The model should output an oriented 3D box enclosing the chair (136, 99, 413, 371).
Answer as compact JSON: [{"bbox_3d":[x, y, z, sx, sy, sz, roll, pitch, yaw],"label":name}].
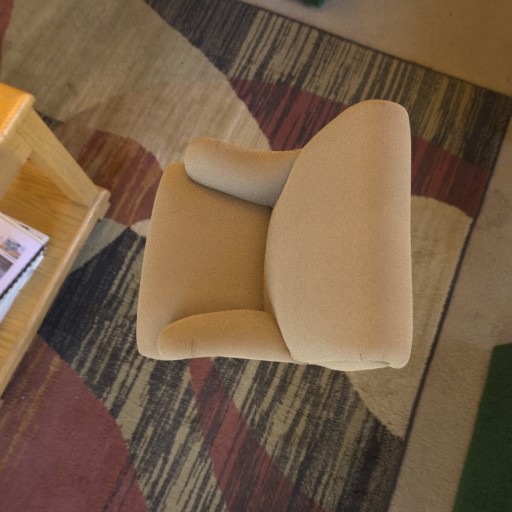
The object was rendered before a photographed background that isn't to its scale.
[{"bbox_3d":[0.000,0.000,1.575,0.842,0.942,0.766,5,74,1],"label":"chair"}]
